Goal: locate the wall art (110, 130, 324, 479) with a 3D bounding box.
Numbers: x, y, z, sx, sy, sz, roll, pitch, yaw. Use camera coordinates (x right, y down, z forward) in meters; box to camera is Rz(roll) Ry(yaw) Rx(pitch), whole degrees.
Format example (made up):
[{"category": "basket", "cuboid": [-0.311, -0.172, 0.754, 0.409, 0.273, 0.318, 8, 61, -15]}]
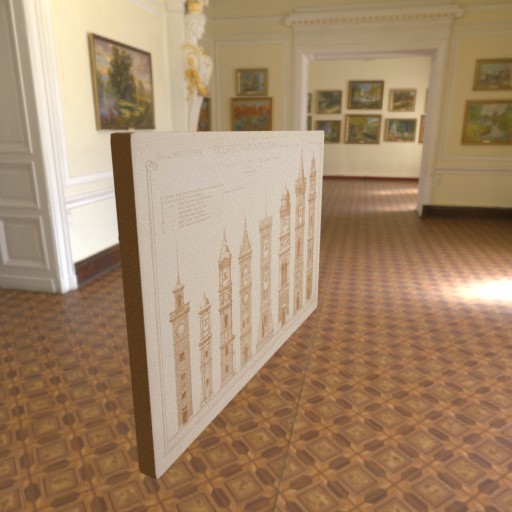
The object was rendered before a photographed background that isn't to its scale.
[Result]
[{"category": "wall art", "cuboid": [0.000, 0.000, 0.468, 0.019, 0.254, 0.380, 8, 18, 25]}]
